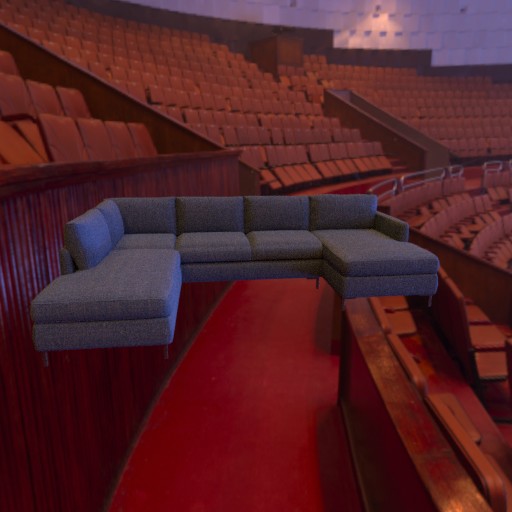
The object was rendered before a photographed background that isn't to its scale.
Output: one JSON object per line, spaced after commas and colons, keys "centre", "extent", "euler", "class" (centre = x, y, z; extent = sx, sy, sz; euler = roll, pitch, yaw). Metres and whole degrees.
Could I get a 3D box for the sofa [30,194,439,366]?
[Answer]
{"centre": [0.000, 0.000, 3.452], "extent": [2.737, 0.753, 1.879], "euler": [-2, 15, -7], "class": "sofa"}
